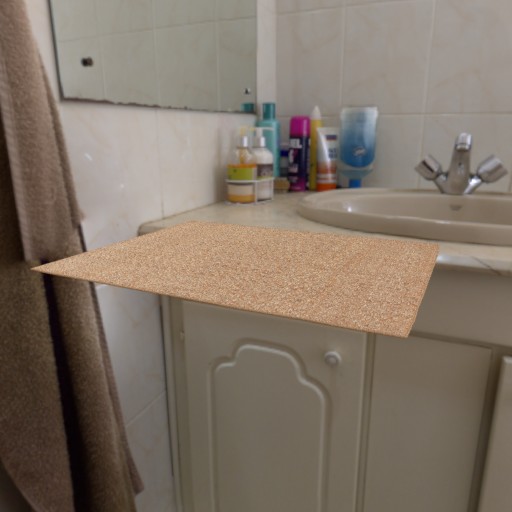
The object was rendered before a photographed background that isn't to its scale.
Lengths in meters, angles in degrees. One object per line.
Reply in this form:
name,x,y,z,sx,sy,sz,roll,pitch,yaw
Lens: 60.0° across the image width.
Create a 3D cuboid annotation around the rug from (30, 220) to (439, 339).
rug,0.000,0.000,4.121,3.048,0.013,2.439,7,17,25
